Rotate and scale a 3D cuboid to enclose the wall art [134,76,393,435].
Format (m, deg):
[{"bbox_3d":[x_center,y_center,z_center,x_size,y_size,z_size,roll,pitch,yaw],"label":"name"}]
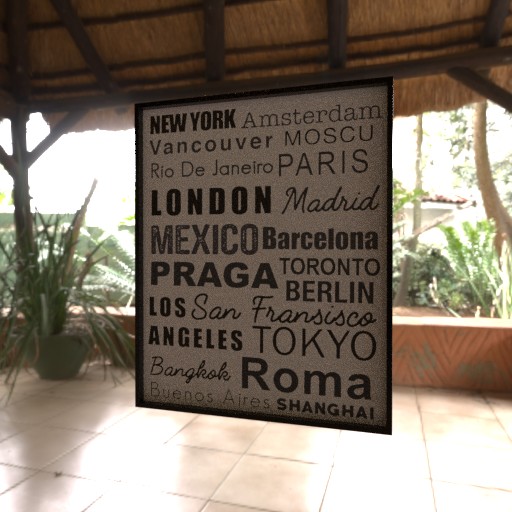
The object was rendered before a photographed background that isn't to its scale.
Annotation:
[{"bbox_3d":[0.000,0.000,0.760,0.448,0.551,0.038,0,1,16],"label":"wall art"}]
